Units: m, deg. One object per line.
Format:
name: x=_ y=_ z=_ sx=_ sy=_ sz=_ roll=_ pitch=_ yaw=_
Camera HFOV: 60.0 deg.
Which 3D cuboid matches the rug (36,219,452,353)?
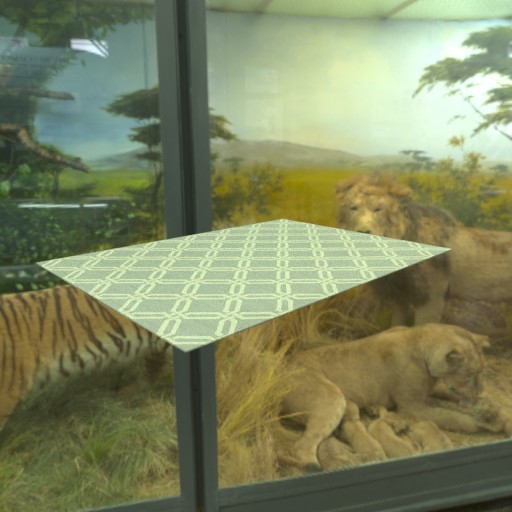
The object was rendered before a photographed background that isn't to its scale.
rug: x=0.000 y=0.000 z=4.396 sx=3.353 sy=0.013 sz=2.438 roll=-14 pitch=20 yaw=-41
